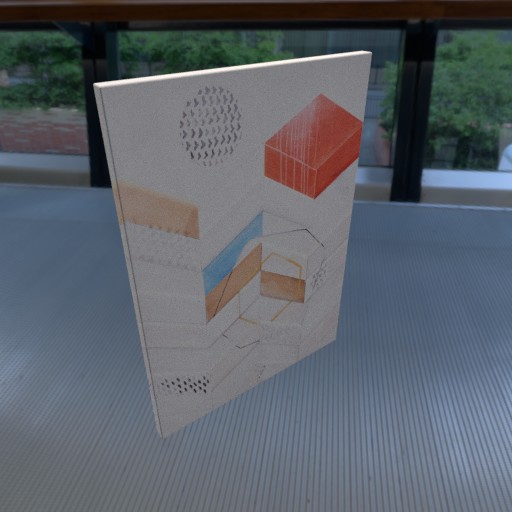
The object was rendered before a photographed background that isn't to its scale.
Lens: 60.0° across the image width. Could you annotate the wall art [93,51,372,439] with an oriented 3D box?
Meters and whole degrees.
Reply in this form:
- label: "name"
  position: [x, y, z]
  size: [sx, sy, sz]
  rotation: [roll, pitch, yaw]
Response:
- label: "wall art"
  position: [0.000, 0.000, 1.058]
  size: [0.613, 0.848, 0.036]
  rotation: [-21, 38, -30]
